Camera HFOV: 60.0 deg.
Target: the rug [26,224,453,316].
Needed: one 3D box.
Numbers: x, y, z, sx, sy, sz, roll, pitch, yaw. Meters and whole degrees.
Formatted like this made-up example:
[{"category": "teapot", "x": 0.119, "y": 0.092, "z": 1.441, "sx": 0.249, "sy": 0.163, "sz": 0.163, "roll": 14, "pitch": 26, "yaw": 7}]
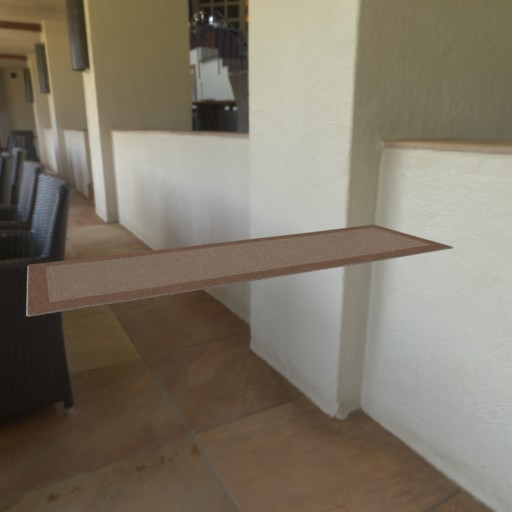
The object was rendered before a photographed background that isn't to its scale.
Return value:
[{"category": "rug", "x": 0.000, "y": 0.000, "z": 2.626, "sx": 2.430, "sy": 0.012, "sz": 0.767, "roll": -8, "pitch": 18, "yaw": -25}]
